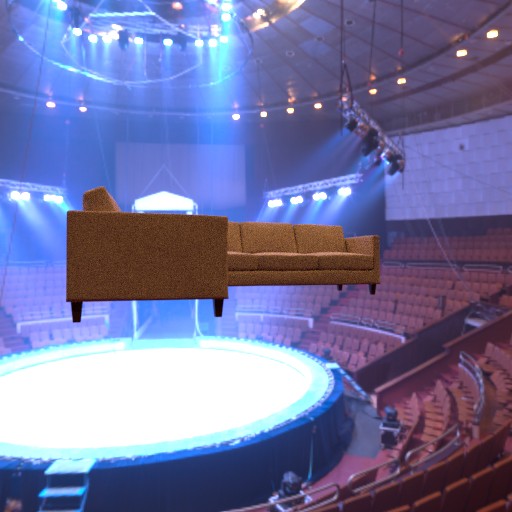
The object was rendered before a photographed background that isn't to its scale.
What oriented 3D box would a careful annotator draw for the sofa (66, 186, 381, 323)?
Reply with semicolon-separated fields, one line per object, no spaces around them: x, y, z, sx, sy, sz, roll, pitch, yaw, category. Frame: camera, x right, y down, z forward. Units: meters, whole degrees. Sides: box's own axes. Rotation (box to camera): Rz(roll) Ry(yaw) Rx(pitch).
0.000;0.000;4.292;3.182;0.863;2.432;0;-1;-18;sofa
